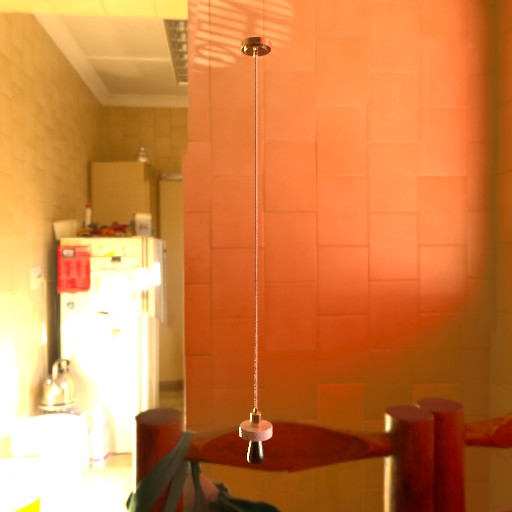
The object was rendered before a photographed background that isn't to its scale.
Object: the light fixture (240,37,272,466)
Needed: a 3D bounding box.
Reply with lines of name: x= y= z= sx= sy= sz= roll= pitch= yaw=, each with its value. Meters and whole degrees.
light fixture: x=0.000 y=0.000 z=1.759 sx=0.129 sy=1.669 sz=0.129 roll=-1 pitch=1 yaw=-36
